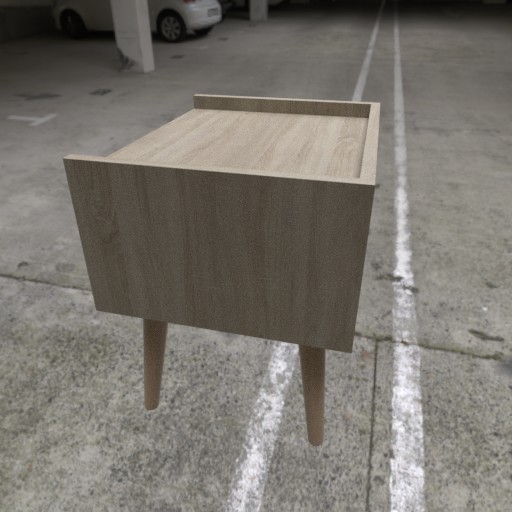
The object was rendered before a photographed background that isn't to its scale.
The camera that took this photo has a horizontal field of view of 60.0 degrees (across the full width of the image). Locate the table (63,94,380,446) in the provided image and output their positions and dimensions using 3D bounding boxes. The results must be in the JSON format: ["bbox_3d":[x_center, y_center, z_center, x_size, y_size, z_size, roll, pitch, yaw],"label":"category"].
[{"bbox_3d":[0.000,0.000,0.804,0.370,0.470,0.450,7,30,12],"label":"table"}]
